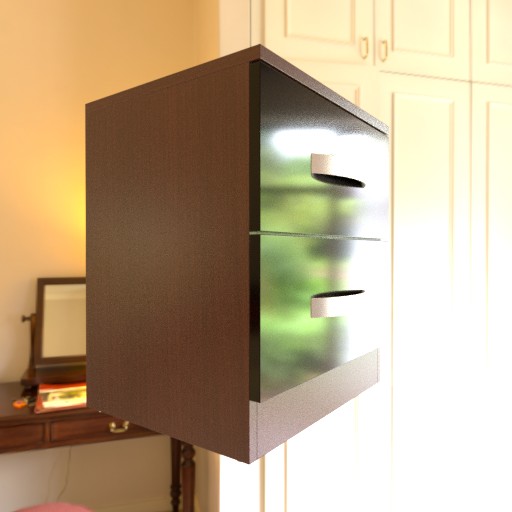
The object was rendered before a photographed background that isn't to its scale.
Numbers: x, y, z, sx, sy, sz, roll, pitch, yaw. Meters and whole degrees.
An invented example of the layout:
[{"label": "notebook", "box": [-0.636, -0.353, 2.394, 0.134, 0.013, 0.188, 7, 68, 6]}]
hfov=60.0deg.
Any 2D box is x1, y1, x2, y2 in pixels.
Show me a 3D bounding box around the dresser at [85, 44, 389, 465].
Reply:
[{"label": "dresser", "box": [0.000, 0.000, 0.740, 0.360, 0.470, 0.400, 0, 1, 36]}]
